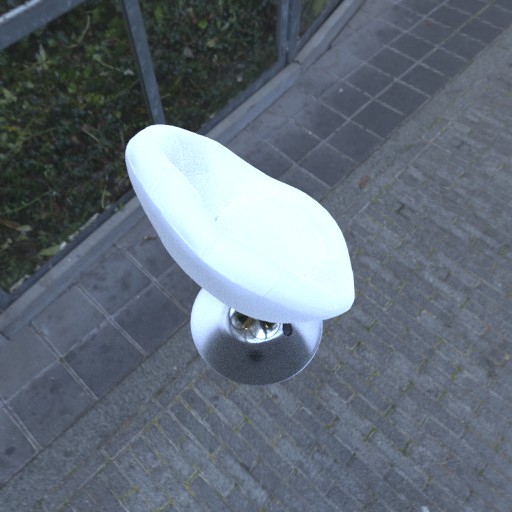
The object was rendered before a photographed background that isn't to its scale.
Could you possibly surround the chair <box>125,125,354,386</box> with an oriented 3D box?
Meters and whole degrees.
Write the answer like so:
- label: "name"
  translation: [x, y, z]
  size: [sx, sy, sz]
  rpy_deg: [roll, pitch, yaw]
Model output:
- label: "chair"
  translation: [0.000, 0.000, 1.838]
  size: [0.736, 1.261, 0.940]
  rpy_deg: [-29, 62, -17]
